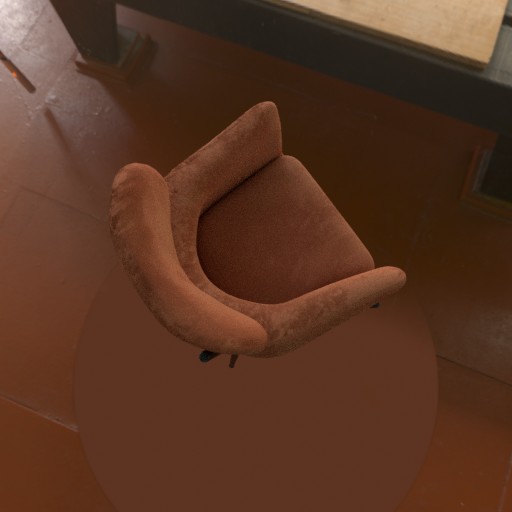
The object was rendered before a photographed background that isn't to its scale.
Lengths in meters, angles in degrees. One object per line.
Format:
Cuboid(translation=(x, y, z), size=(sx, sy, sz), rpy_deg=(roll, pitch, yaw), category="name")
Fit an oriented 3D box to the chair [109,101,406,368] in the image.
Cuboid(translation=(0.000, 0.000, 1.153), size=(0.523, 0.772, 0.561), rpy_deg=(-33, 78, -8), category="chair")
